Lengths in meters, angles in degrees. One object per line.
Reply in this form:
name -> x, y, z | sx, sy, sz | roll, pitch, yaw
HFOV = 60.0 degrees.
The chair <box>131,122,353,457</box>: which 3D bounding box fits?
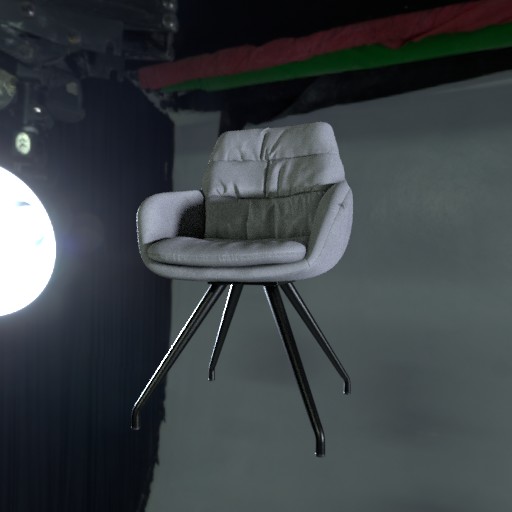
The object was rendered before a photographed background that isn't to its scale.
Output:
chair -> 0.000, 0.000, 1.305 | 0.579, 0.888, 0.569 | 0, 0, 19
